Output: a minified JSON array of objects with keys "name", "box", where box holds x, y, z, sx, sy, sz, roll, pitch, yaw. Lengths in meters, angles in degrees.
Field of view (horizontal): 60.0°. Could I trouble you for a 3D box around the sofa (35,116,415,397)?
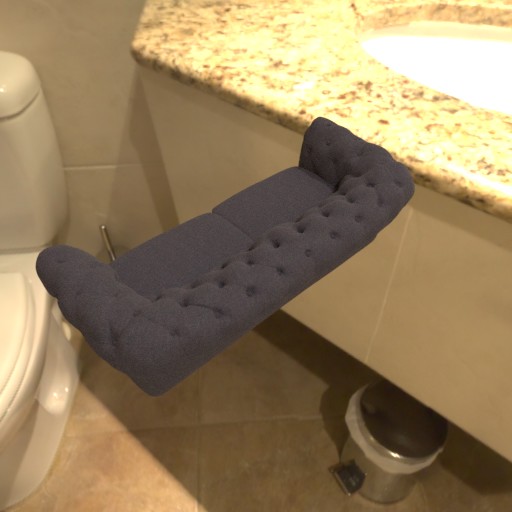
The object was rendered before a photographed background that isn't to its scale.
[{"name":"sofa","box":[0.000,0.000,2.874,2.335,0.836,1.046,-32,54,-27]}]
